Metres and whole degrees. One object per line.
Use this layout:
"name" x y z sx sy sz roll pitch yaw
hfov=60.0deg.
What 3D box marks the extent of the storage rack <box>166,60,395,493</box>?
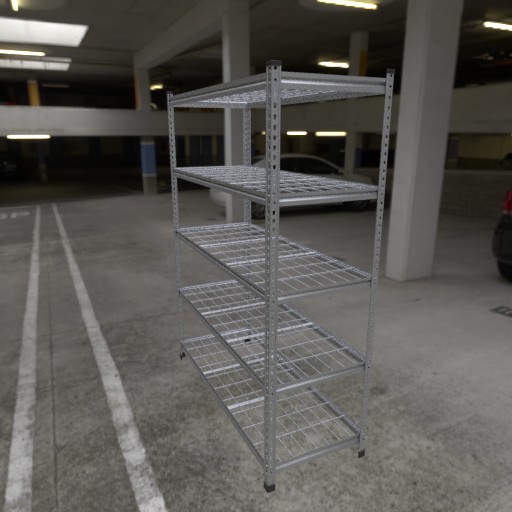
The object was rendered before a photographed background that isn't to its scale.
"storage rack" 0.000 0.000 2.712 0.610 1.981 1.524 -7 17 -25
